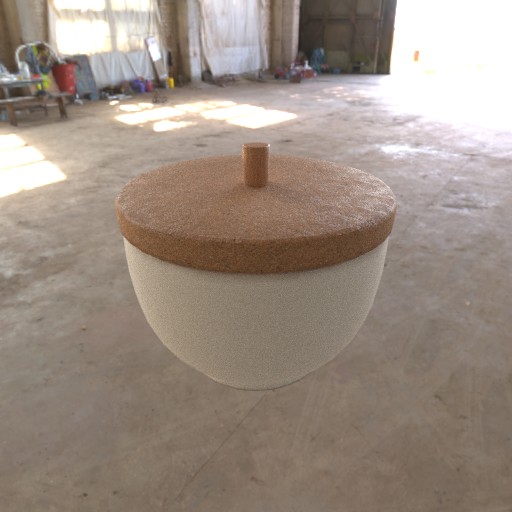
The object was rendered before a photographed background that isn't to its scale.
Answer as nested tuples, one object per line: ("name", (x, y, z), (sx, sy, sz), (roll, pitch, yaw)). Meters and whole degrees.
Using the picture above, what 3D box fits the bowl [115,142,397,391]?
("bowl", (0.000, 0.000, 0.221), (0.126, 0.110, 0.126), (0, 27, 0))
